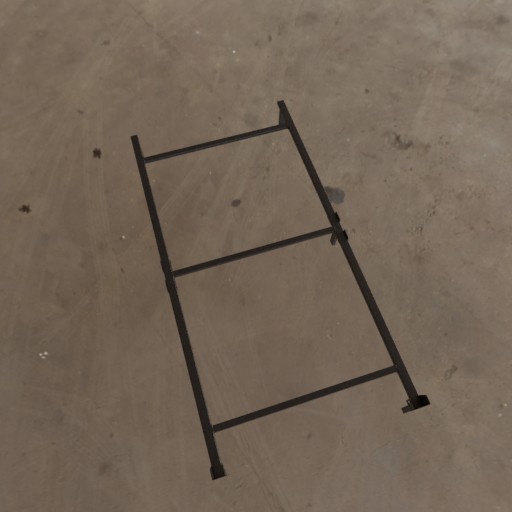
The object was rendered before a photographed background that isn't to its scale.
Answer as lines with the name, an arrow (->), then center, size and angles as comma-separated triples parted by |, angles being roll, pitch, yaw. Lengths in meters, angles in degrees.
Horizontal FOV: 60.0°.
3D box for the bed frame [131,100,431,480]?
bed frame -> 0.000, 0.000, 2.327 | 0.968, 0.248, 1.897 | -16, 65, -8
